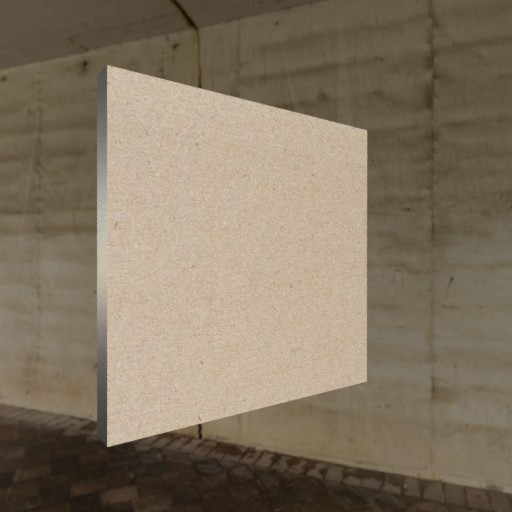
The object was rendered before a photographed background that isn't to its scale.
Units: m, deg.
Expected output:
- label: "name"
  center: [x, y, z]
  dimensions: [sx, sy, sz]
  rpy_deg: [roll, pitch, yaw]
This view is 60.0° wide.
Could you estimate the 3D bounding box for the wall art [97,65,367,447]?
- label: "wall art"
  center: [0.000, 0.000, 0.477]
  dimensions: [0.327, 0.318, 0.029]
  rpy_deg: [0, 0, -36]
